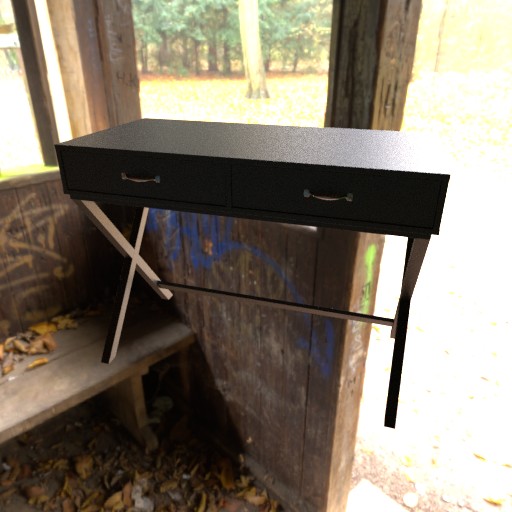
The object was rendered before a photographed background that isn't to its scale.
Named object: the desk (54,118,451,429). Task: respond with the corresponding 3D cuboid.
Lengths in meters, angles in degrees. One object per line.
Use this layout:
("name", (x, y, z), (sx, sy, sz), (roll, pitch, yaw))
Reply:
("desk", (0.000, 0.000, 1.502), (1.057, 0.780, 0.525), (8, 27, 16))
